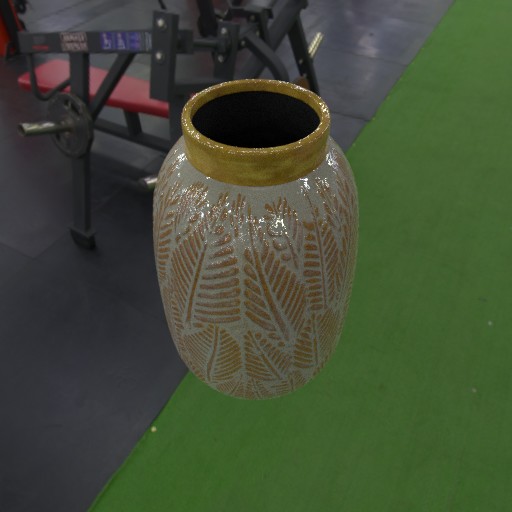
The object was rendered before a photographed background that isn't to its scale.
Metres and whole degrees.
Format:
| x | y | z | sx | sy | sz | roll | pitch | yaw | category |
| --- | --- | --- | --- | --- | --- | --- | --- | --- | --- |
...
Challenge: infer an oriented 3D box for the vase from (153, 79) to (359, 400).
| x | y | z | sx | sy | sz | roll | pitch | yaw | category |
| --- | --- | --- | --- | --- | --- | --- | --- | --- | --- |
| 0.000 | 0.000 | 0.383 | 0.172 | 0.270 | 0.172 | 0 | 46 | 0 | vase |
